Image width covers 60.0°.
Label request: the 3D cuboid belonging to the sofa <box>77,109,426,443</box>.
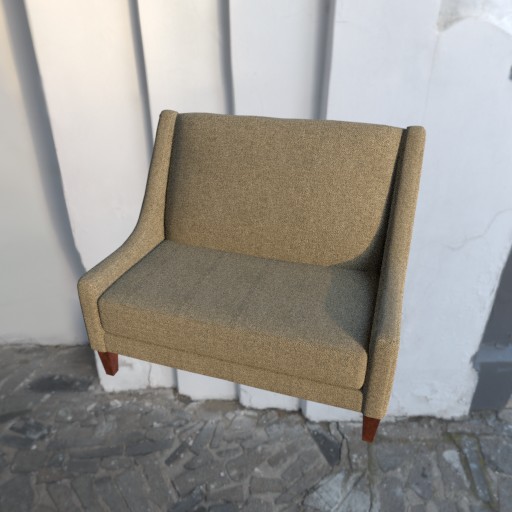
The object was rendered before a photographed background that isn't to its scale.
[{"bbox_3d":[0.000,0.000,1.900,1.242,1.021,0.870,9,30,16],"label":"sofa"}]
